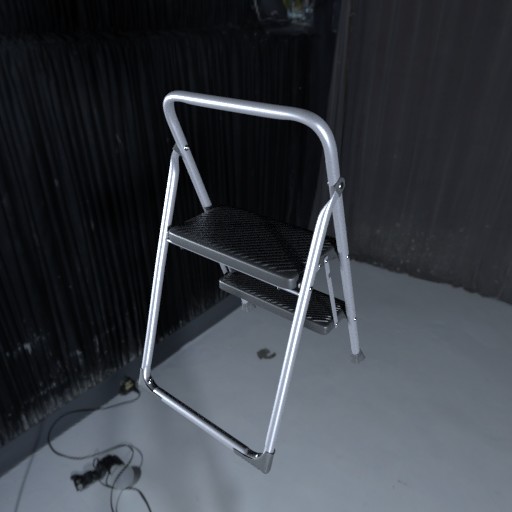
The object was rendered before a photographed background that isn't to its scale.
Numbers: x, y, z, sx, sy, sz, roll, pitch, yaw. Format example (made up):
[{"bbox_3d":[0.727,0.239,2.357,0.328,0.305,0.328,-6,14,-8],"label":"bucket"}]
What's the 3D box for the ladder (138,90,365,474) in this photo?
[{"bbox_3d":[0.000,0.000,1.031,0.430,0.720,0.472,21,36,32],"label":"ladder"}]
